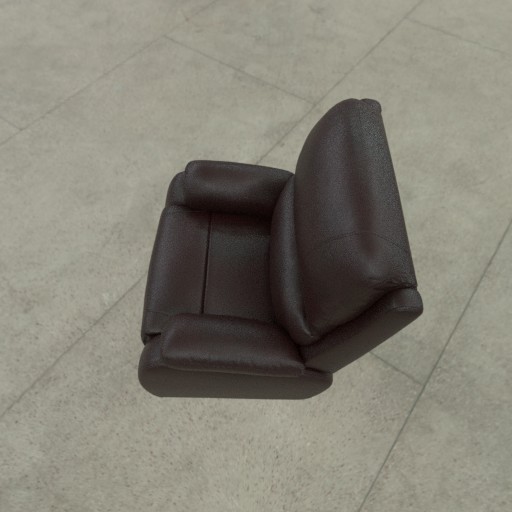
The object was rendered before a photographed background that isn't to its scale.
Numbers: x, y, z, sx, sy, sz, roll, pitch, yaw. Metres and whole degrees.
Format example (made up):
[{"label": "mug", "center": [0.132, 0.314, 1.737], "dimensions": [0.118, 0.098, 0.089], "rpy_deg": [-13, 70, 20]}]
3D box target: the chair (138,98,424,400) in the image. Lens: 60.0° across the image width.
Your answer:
[{"label": "chair", "center": [0.000, 0.000, 1.725], "dimensions": [0.899, 1.011, 0.930], "rpy_deg": [1, 57, 0]}]
